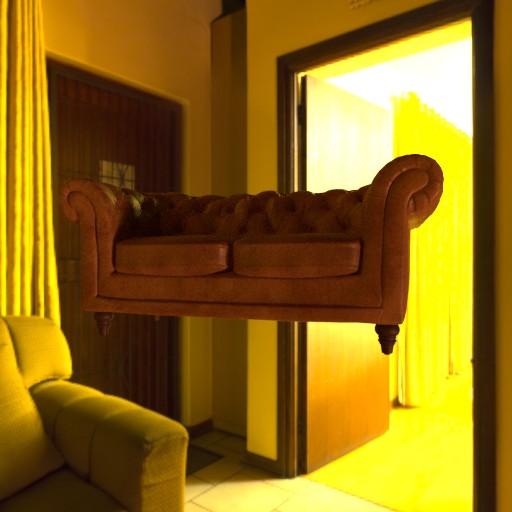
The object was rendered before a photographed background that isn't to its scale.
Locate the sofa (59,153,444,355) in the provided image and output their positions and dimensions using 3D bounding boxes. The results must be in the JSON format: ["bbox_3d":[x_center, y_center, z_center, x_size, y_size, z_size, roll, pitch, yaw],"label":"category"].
[{"bbox_3d":[0.000,0.000,2.585,1.979,0.877,1.042,0,0,18],"label":"sofa"}]
